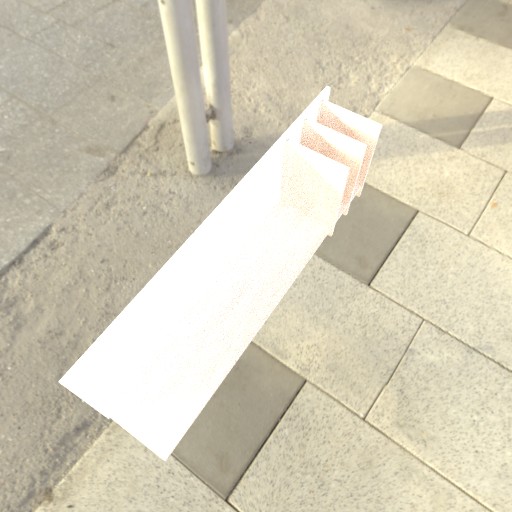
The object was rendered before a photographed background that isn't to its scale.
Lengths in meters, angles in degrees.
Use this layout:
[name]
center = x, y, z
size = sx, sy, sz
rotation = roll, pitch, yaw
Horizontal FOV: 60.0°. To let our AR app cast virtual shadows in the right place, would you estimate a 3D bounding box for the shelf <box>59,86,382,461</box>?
[shelf]
center = 0.000, 0.000, 1.146
size = 0.200, 0.300, 1.020
rotation = 30, 63, 17
